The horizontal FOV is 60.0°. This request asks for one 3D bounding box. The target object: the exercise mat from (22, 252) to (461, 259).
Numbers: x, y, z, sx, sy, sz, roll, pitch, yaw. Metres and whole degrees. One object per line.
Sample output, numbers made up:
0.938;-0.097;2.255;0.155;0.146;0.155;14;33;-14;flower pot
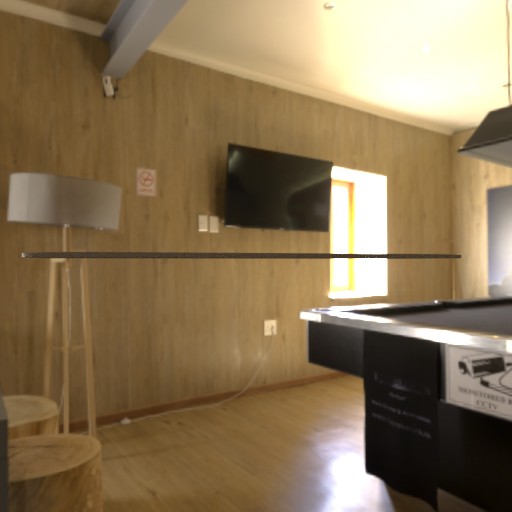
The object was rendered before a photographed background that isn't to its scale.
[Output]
0.000;0.000;2.067;1.884;0.021;0.616;0;-1;-18;exercise mat
